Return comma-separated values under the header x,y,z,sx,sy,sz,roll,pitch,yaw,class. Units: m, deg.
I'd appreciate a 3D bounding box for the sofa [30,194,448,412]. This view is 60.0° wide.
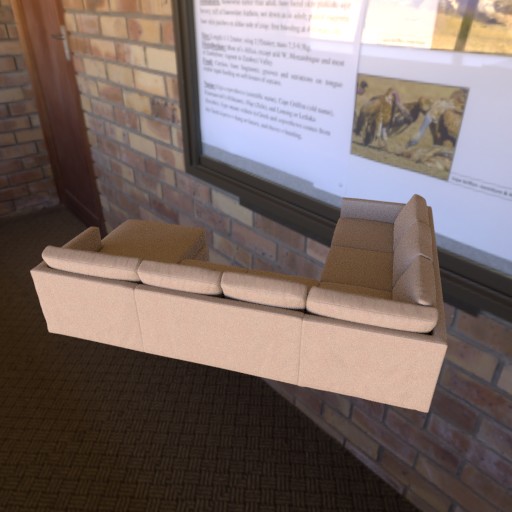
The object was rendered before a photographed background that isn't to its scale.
x,y,z,sx,sy,sz,roll,pitch,yaw,class
0.000,0.000,4.573,3.460,0.882,2.427,8,32,14,sofa
